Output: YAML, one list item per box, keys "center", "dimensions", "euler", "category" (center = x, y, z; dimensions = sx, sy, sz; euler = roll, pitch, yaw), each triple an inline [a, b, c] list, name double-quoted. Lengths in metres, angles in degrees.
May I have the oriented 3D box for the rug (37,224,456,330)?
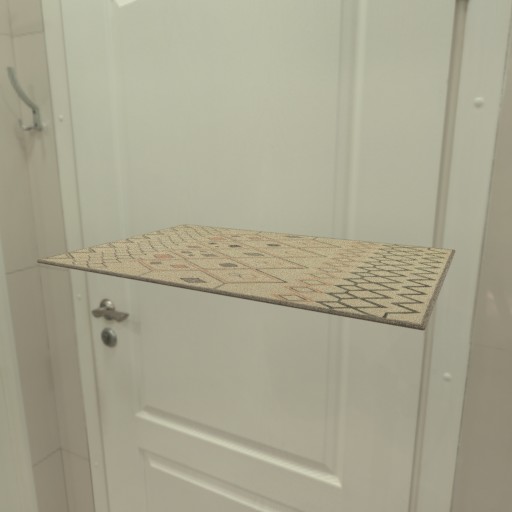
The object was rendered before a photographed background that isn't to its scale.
- center: [0.000, 0.000, 2.316]
  dimensions: [1.829, 0.016, 1.219]
  euler: [7, 15, 27]
  category: "rug"
